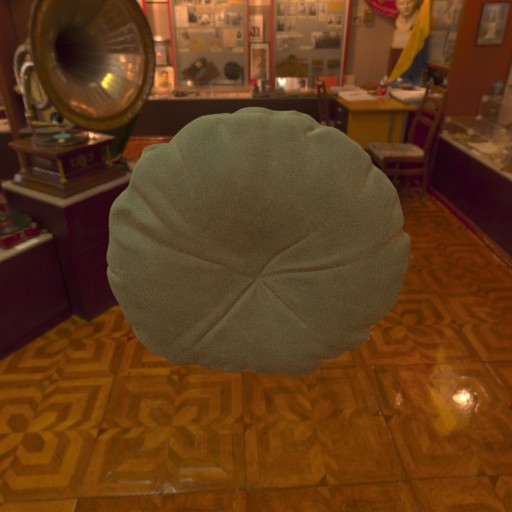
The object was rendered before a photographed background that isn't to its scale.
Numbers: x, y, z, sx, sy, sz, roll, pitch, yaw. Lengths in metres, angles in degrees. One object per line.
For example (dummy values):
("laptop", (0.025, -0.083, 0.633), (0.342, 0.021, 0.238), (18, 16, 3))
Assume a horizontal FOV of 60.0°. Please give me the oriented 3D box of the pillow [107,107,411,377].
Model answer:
("pillow", (0.000, 0.000, 0.634), (0.428, 0.407, 0.148), (0, 29, -1))
